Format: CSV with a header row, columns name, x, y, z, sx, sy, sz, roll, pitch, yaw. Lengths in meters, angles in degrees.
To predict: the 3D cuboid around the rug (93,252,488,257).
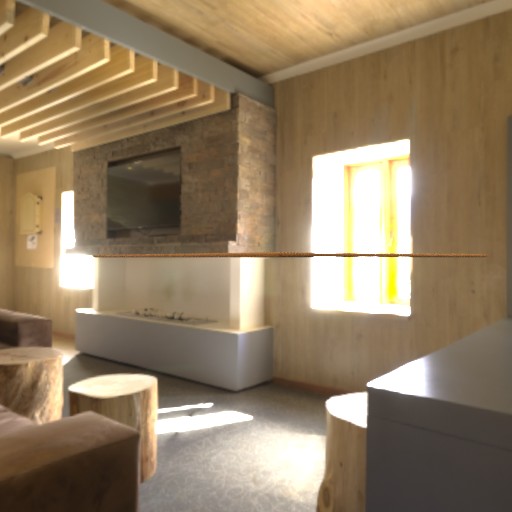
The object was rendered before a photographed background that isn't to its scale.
name,x,y,z,sx,sy,sz,roll,pitch,yaw
rug,0.000,0.000,2.126,1.078,0.013,1.678,0,0,-36
